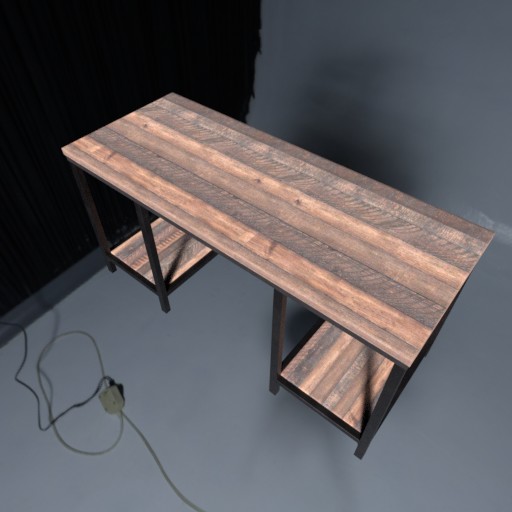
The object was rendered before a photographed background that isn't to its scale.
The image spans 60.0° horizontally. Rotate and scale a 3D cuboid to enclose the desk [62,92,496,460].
[{"bbox_3d":[0.000,0.000,1.906,1.538,0.753,0.617,31,54,26],"label":"desk"}]
